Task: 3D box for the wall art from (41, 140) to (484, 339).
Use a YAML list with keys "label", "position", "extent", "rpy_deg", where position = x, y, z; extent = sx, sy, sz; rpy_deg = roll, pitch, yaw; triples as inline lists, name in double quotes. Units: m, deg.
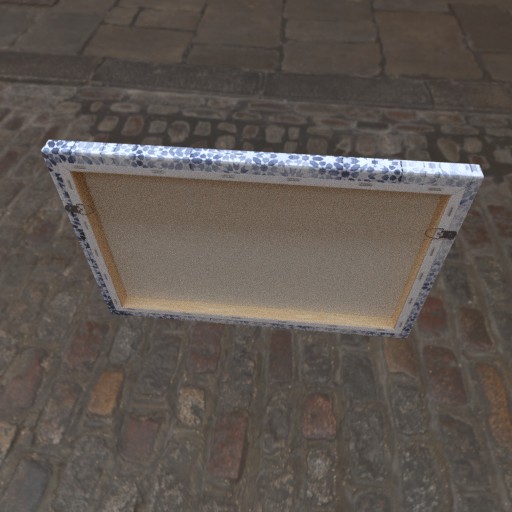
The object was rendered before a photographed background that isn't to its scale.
- label: "wall art"
  position: [0.000, 0.000, 0.763]
  extent: [0.608, 0.406, 0.030]
  rpy_deg: [4, 48, 4]
